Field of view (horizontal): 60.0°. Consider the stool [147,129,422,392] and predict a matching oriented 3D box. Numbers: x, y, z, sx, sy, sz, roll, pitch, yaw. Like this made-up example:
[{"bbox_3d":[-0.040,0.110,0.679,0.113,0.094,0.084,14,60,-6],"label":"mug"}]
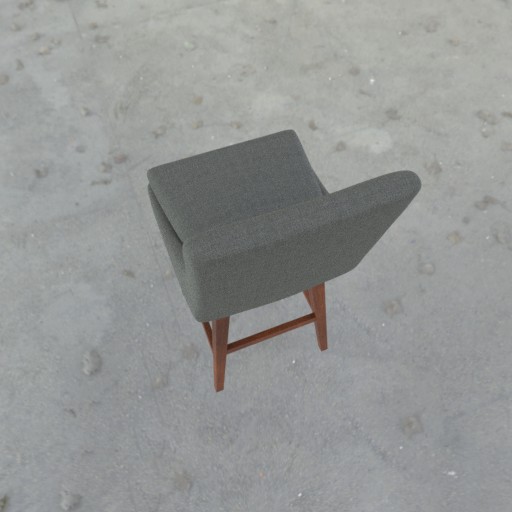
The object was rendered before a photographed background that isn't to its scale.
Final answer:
[{"bbox_3d":[0.000,0.000,1.210,0.447,0.977,0.524,-19,60,-11],"label":"stool"}]
